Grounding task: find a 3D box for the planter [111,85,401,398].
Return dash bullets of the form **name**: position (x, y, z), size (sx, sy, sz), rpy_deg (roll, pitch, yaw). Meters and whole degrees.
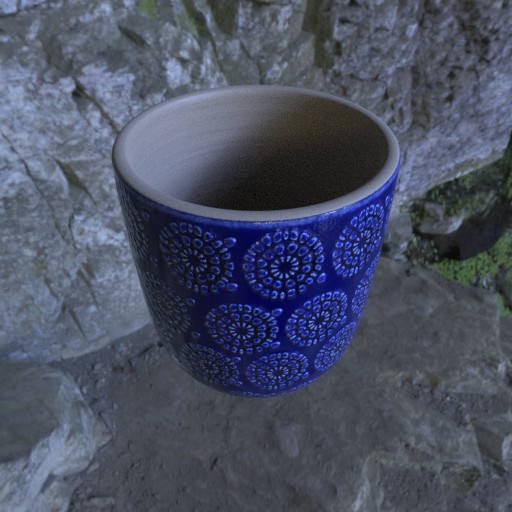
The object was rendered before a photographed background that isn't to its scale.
- **planter**: position (0.000, 0.000, 0.352), size (0.184, 0.206, 0.184), rpy_deg (0, 41, 0)
